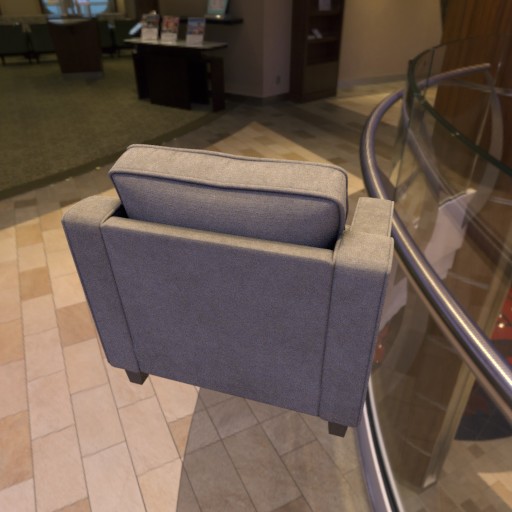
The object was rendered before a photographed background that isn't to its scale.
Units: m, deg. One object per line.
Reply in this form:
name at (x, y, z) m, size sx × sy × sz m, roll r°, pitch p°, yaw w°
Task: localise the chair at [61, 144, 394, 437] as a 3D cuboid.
chair at (0.000, 0.000, 1.645) m, size 0.926 × 0.944 × 0.840 m, roll 9°, pitch 33°, yaw 15°
